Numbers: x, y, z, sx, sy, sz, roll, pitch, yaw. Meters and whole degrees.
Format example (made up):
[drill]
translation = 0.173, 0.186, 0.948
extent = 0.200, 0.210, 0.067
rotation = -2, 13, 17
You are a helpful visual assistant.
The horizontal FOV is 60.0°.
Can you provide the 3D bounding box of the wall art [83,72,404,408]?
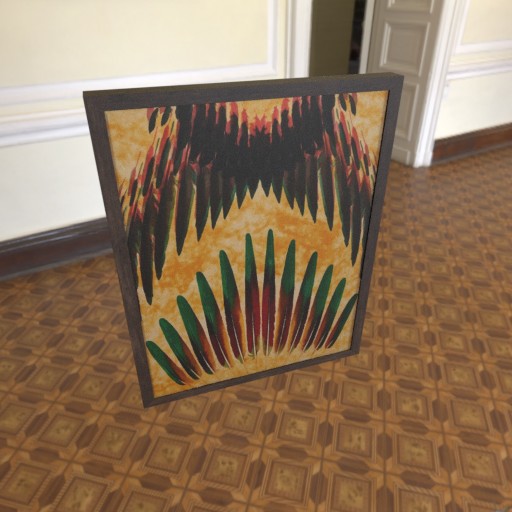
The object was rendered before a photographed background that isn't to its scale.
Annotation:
[wall art]
translation = 0.000, 0.000, 0.549
extent = 0.329, 0.406, 0.027
rotation = -10, 33, -16
